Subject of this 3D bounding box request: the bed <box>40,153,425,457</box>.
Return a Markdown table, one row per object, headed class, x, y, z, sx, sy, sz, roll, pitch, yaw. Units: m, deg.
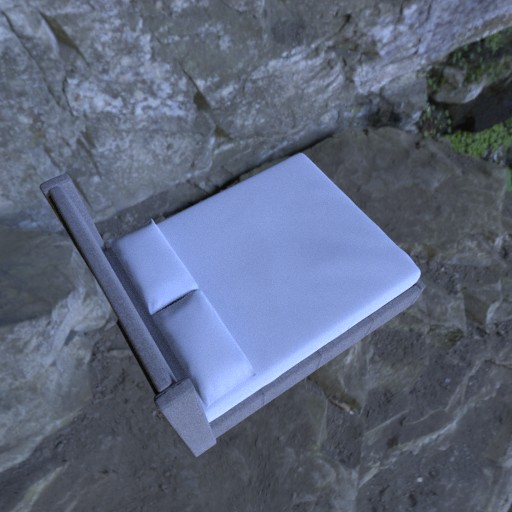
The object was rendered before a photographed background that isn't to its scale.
| class | x | y | z | sx | sy | sz | roll | pitch | yaw |
| --- | --- | --- | --- | --- | --- | --- | --- | --- | --- |
| bed | 0.000 | 0.000 | 3.424 | 2.245 | 1.476 | 1.714 | -29 | 62 | -17 |
